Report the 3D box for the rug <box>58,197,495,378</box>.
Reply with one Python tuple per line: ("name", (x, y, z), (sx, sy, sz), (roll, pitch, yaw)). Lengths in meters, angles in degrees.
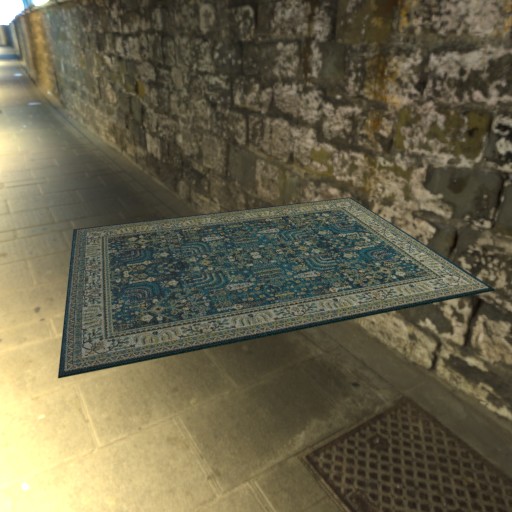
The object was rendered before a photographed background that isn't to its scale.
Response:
("rug", (0.000, 0.000, 2.783), (2.213, 0.013, 1.594), (-8, 28, -16))
